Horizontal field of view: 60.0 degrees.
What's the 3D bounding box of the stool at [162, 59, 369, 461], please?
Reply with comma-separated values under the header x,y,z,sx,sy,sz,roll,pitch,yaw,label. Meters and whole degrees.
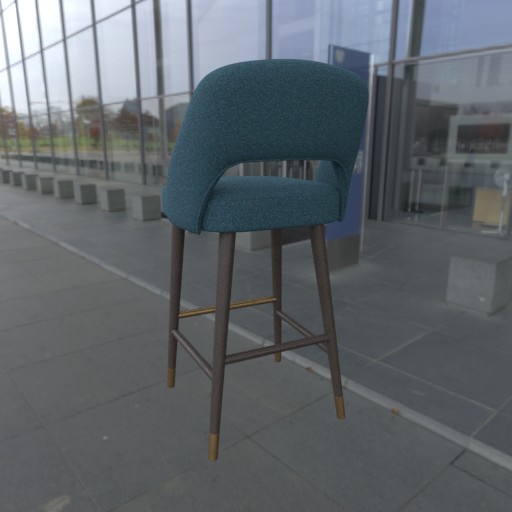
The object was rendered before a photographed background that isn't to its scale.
x,y,z,sx,sy,sz,roll,pitch,yaw,label
0.000,0.000,1.344,0.536,1.032,0.522,-7,16,-25,stool
